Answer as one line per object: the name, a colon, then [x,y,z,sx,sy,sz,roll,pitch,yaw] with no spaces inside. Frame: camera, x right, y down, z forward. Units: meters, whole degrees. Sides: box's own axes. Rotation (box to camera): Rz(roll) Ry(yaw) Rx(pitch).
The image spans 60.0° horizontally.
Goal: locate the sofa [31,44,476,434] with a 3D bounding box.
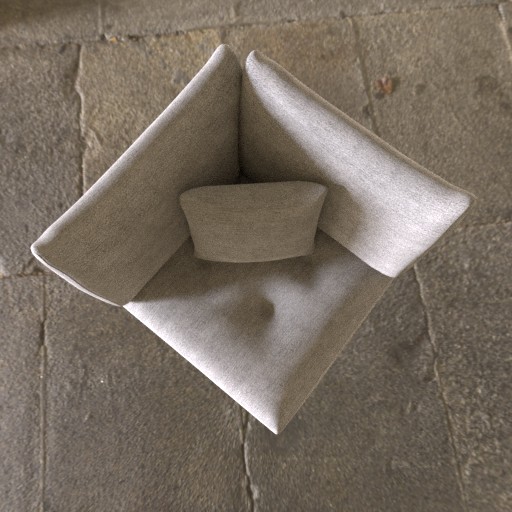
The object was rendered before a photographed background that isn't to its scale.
sofa: [0.000,0.000,1.717,1.000,0.820,1.000,37,79,9]
